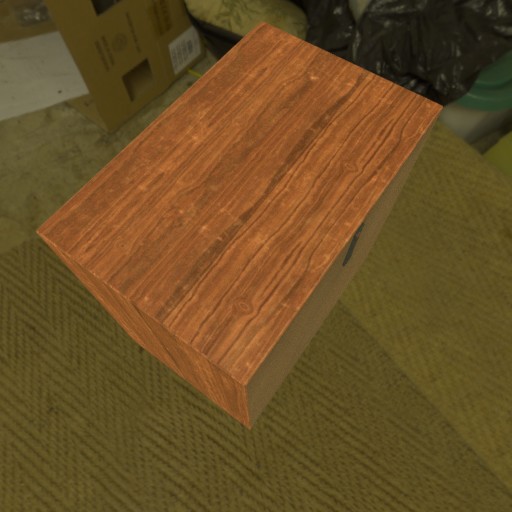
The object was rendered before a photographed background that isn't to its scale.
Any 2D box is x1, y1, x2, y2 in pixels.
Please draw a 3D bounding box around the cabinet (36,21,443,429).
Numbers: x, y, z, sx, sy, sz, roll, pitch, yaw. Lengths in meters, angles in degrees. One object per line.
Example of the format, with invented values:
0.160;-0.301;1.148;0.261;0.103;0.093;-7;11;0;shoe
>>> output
0.000;0.000;1.053;0.410;0.695;0.607;33;68;15;cabinet
